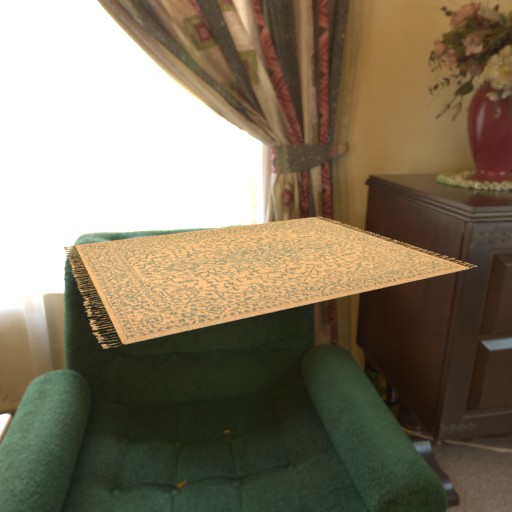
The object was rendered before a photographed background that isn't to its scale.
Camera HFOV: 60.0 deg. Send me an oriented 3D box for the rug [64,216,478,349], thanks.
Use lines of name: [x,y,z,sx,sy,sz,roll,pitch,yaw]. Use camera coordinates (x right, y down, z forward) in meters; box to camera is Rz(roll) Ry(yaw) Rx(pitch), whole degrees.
rug: [0.000,0.000,4.333,3.327,0.010,2.464,-9,19,-26]
